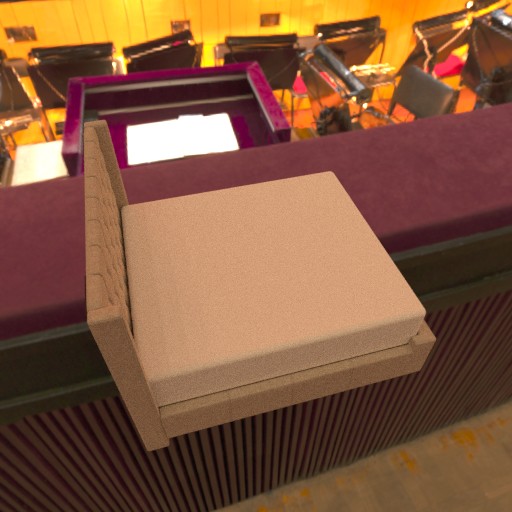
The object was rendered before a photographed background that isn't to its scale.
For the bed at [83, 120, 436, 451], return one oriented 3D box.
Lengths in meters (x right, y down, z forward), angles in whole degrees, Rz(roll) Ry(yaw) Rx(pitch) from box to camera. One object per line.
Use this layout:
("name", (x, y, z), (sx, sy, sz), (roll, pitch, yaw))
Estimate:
("bed", (0.000, 0.000, 3.735), (2.370, 1.743, 2.045), (-11, 47, -11))
